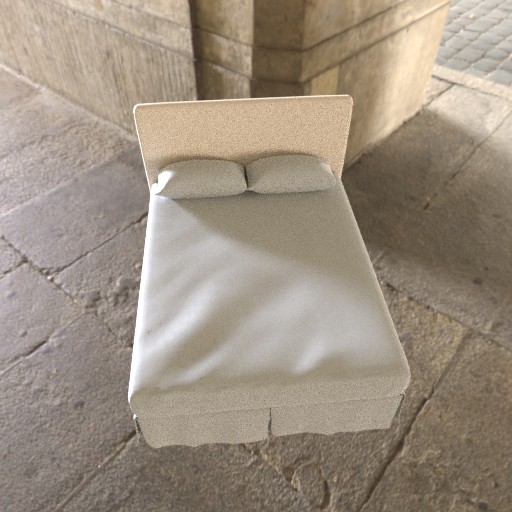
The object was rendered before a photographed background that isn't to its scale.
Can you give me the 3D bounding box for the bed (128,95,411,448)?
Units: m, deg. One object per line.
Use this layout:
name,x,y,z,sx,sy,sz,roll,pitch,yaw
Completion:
bed,0.000,0.000,3.161,1.748,1.330,2.142,-4,47,-4
